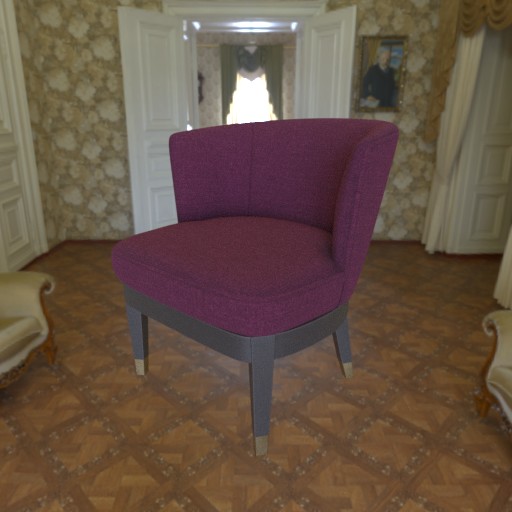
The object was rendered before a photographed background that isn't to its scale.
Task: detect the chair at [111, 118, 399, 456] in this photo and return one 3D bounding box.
[{"bbox_3d":[0.000,0.000,1.274,0.700,0.760,0.660,15,23,41],"label":"chair"}]
